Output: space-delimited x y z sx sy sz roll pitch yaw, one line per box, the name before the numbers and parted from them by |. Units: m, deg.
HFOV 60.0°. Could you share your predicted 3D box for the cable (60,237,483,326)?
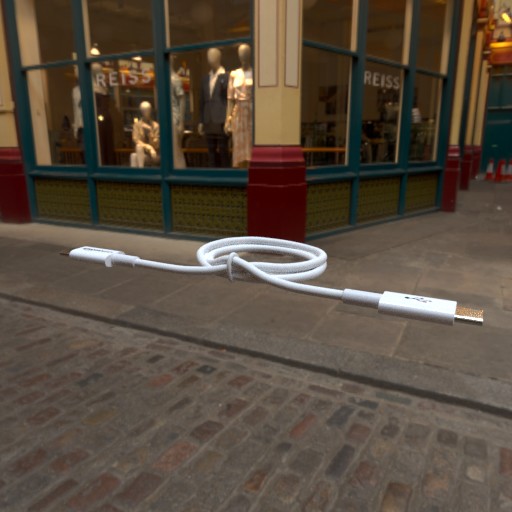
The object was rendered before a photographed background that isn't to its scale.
cable | 0.000 0.000 0.220 0.203 0.014 0.070 7 17 26
